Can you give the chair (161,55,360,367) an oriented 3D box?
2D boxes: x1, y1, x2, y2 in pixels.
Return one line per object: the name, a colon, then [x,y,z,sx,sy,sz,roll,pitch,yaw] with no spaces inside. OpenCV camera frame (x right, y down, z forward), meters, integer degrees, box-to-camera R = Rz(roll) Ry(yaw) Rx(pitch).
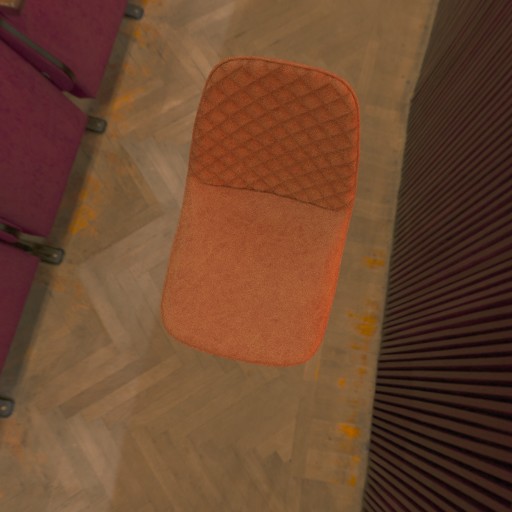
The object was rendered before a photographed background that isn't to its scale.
chair: [0.000,0.000,1.202,0.472,0.889,0.561,12,76,3]
